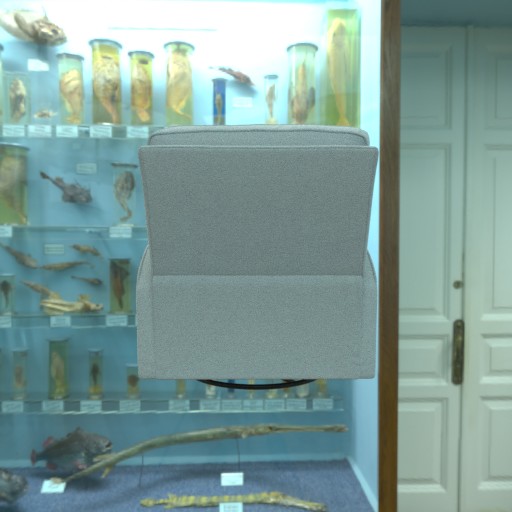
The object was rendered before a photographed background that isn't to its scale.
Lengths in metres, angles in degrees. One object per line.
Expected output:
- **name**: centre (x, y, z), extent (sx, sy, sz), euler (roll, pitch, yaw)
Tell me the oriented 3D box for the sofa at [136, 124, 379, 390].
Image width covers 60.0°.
- **sofa**: centre (0.000, 0.000, 2.106), extent (0.861, 0.959, 1.472), euler (0, 2, 0)
